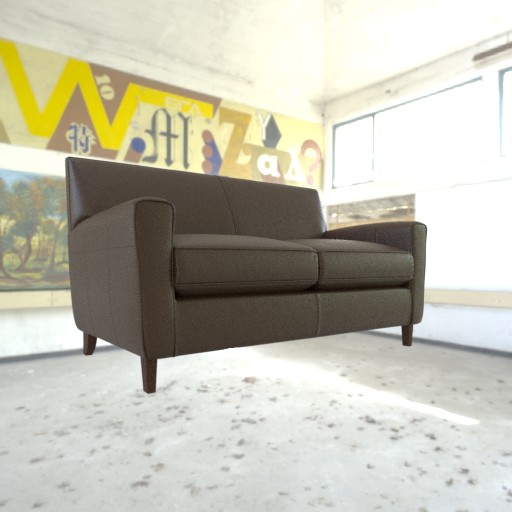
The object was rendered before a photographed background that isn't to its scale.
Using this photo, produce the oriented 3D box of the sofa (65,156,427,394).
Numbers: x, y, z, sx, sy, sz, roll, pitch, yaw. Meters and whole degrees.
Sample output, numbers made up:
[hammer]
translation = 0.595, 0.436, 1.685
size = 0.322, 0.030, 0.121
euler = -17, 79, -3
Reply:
[sofa]
translation = 0.000, 0.000, 2.028
size = 1.468, 0.859, 0.853
euler = 1, -1, -36
